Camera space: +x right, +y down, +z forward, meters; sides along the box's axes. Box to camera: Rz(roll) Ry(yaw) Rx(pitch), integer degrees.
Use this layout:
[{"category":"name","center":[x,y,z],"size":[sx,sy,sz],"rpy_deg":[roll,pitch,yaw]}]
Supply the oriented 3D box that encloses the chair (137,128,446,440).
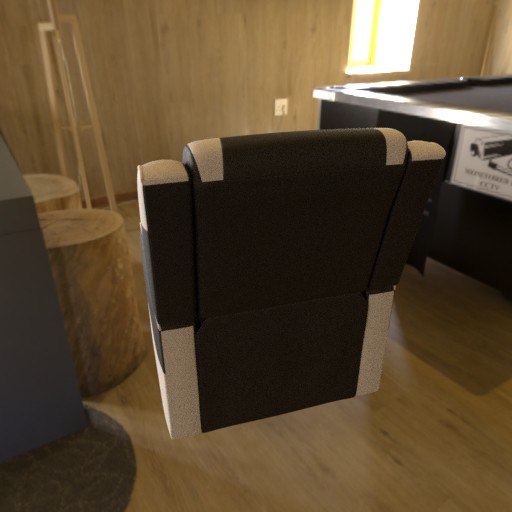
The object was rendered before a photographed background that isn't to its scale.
[{"category":"chair","center":[0.000,0.000,1.261],"size":[0.620,0.805,0.672],"rpy_deg":[-8,28,-15]}]
